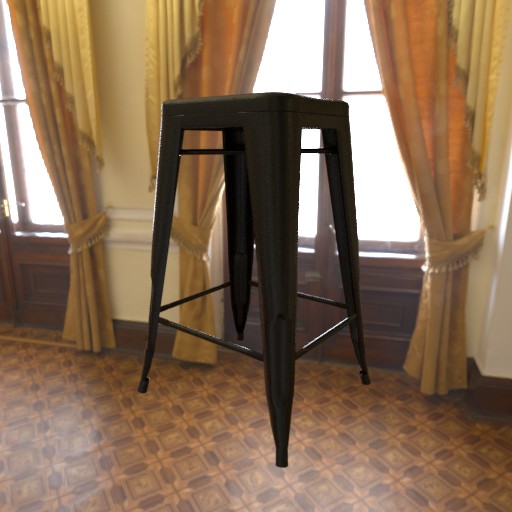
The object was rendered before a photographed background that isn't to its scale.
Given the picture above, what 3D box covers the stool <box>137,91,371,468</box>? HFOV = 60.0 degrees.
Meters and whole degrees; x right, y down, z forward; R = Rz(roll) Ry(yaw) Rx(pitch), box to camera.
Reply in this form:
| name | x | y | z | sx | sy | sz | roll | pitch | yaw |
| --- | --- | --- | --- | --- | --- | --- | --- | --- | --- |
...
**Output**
| name | x | y | z | sx | sy | sz | roll | pitch | yaw |
| --- | --- | --- | --- | --- | --- | --- | --- | --- | --- |
| stool | 0.000 | 0.000 | 0.919 | 0.455 | 0.609 | 0.423 | 7 | 16 | 26 |
